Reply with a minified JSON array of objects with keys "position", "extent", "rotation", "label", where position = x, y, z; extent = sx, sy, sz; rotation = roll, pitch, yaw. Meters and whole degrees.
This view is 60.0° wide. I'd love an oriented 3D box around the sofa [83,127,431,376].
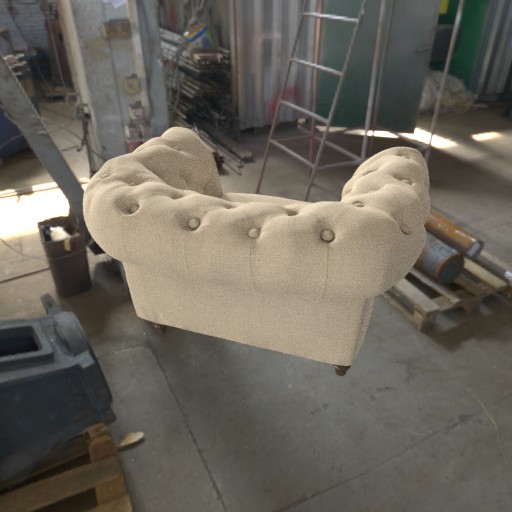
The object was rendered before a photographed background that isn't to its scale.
[{"position":[0.000,0.000,2.041],"extent":[1.405,0.878,1.034],"rotation":[10,34,15],"label":"sofa"}]
